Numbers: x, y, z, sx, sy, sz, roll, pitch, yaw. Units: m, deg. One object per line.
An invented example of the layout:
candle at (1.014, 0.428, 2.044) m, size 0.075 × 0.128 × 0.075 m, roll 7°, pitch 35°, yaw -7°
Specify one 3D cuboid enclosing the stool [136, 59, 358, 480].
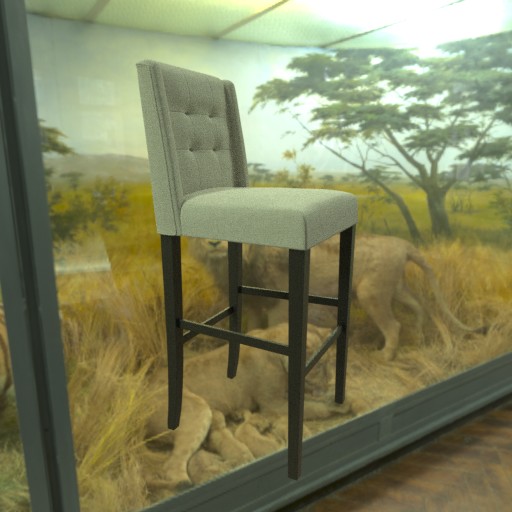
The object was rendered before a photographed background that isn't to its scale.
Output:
stool at (0.000, 0.000, 1.375) m, size 0.509 × 1.116 × 0.474 m, roll 7°, pitch 15°, yaw 27°
